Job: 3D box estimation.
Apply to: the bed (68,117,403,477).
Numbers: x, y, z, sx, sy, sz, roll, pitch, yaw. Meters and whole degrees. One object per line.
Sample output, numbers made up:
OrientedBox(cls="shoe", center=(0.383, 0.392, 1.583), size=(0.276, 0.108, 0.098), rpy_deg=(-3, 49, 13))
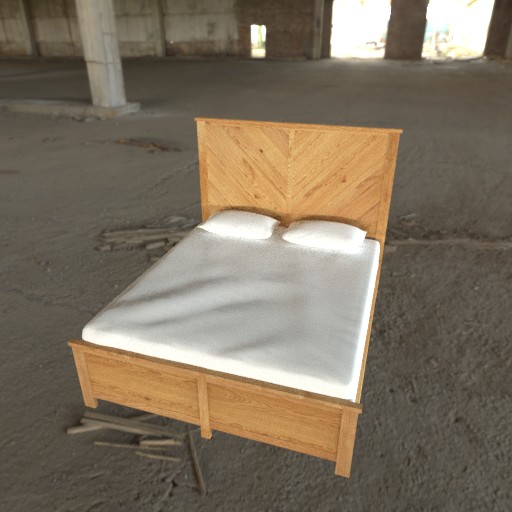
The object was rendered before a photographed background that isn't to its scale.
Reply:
OrientedBox(cls="bed", center=(0.000, 0.000, 3.515), size=(1.936, 1.686, 2.201), rpy_deg=(8, 28, 16))
